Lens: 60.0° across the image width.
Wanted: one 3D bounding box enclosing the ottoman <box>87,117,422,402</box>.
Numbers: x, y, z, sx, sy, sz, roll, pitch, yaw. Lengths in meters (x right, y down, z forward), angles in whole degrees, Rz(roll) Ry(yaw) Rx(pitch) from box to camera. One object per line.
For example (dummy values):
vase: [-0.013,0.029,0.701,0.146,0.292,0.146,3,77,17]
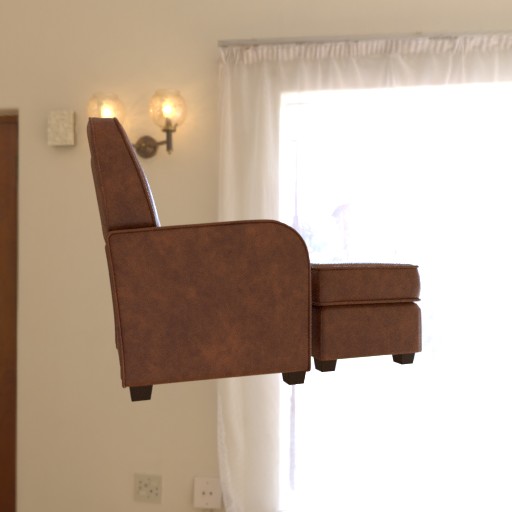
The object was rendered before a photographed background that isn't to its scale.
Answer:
ottoman: [0.000,0.000,1.861,1.314,0.904,0.732,0,0,-19]
